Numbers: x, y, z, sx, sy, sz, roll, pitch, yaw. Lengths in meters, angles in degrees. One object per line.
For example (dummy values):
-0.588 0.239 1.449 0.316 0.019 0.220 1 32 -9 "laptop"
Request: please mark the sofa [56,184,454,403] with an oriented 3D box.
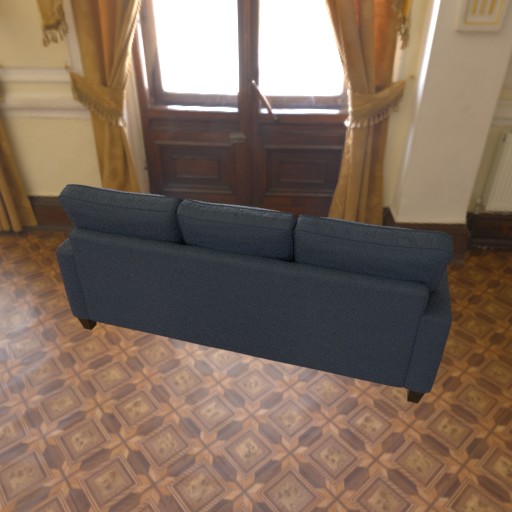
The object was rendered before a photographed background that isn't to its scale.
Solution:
0.000 0.000 2.690 2.158 0.965 0.951 9 33 14 "sofa"
